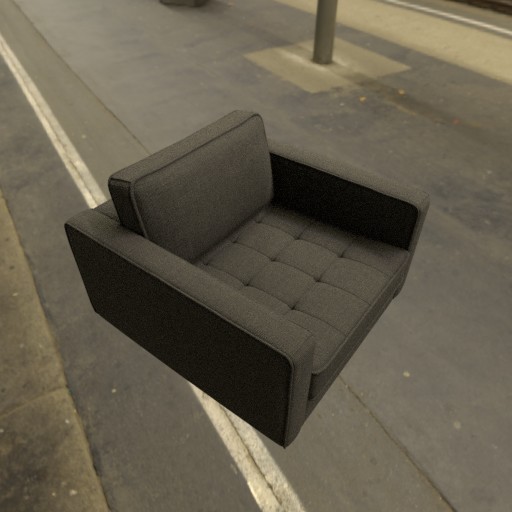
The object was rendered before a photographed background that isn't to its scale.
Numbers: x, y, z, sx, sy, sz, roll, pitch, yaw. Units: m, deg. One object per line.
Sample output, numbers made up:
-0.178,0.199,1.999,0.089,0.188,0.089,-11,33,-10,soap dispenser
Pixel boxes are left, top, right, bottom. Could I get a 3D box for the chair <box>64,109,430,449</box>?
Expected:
0.000,0.000,1.614,0.919,0.770,0.899,27,48,27,chair
